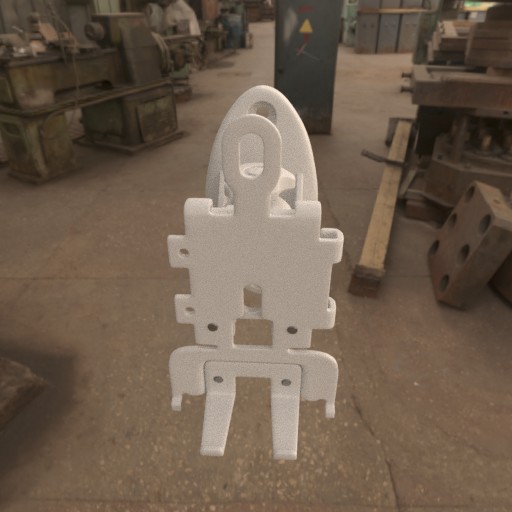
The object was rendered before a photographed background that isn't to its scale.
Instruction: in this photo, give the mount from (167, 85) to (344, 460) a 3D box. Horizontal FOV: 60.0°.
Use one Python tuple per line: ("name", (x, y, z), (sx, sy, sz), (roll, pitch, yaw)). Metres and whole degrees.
("mount", (0.000, 0.000, 0.172), (0.066, 0.118, 0.100), (2, 31, 3))
